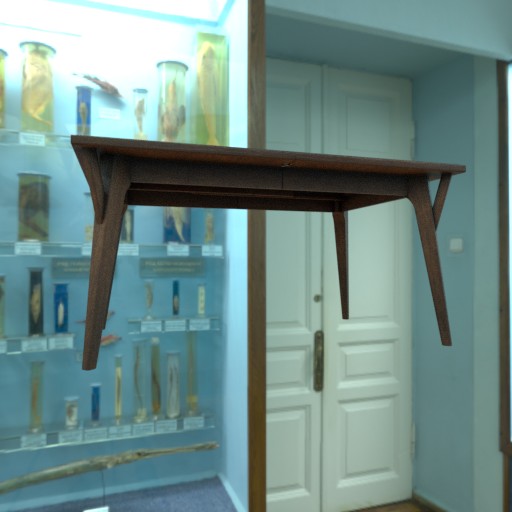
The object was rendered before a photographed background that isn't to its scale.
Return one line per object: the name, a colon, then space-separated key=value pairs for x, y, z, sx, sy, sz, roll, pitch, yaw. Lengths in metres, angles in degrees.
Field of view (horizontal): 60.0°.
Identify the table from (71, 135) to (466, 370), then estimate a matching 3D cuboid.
table: x=0.000 y=0.000 z=2.089 sx=1.524 sy=0.761 sz=0.990 roll=0 pitch=-1 yaw=-17
